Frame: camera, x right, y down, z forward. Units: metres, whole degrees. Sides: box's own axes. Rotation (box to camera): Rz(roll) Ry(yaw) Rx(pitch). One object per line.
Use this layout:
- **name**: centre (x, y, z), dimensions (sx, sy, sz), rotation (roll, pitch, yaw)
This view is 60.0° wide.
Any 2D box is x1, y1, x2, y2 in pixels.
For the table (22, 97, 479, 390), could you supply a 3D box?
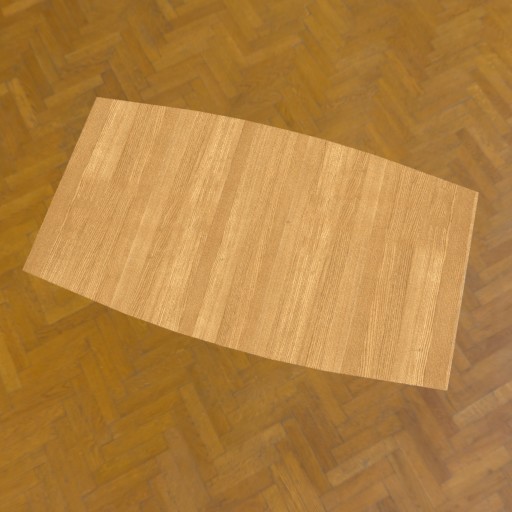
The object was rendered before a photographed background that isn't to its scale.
- **table**: centre (0.000, 0.000, 2.057), dimensions (1.598, 0.748, 0.900), rotation (15, 75, 4)
